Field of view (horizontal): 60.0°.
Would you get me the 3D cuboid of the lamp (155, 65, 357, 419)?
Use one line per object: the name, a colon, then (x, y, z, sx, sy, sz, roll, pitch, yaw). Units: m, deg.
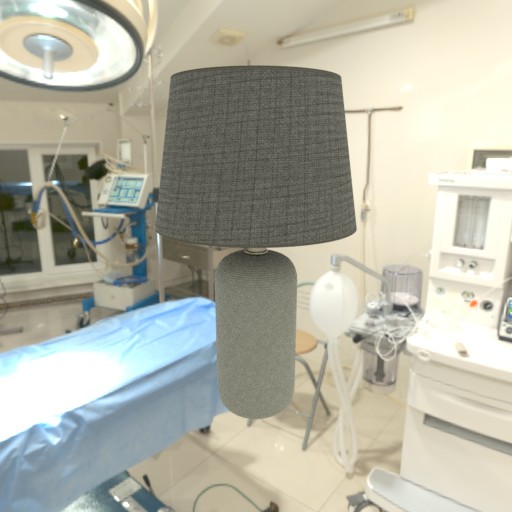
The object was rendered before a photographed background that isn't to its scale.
lamp: (0.000, 0.000, 0.576, 0.251, 0.429, 0.251, 0, 14, 0)
